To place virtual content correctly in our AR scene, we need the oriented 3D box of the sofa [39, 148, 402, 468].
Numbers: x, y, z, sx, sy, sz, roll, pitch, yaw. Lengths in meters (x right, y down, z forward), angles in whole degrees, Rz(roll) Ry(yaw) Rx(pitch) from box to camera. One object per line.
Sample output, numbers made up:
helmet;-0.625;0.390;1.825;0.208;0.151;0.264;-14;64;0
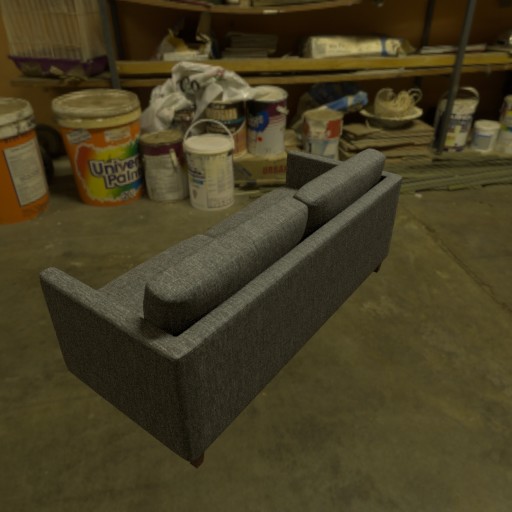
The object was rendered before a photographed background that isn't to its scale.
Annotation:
sofa;0.000;0.000;2.704;0.948;0.960;2.208;22;38;31
